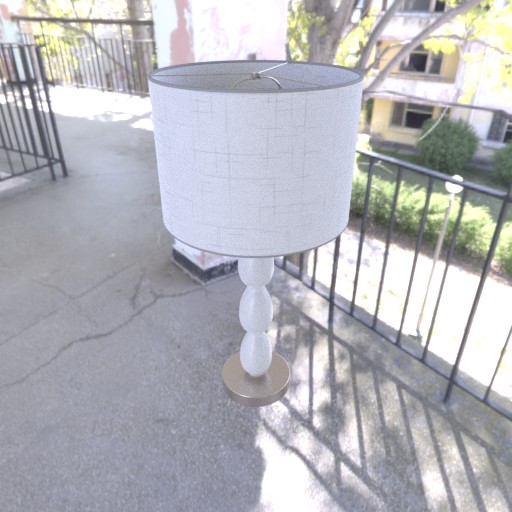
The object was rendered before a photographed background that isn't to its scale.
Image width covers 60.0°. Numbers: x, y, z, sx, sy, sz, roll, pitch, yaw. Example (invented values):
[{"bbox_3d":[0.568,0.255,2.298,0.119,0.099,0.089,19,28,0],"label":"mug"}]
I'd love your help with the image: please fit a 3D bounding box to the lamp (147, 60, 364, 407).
[{"bbox_3d":[0.000,0.000,0.723,0.282,0.559,0.280,-22,36,-33],"label":"lamp"}]
